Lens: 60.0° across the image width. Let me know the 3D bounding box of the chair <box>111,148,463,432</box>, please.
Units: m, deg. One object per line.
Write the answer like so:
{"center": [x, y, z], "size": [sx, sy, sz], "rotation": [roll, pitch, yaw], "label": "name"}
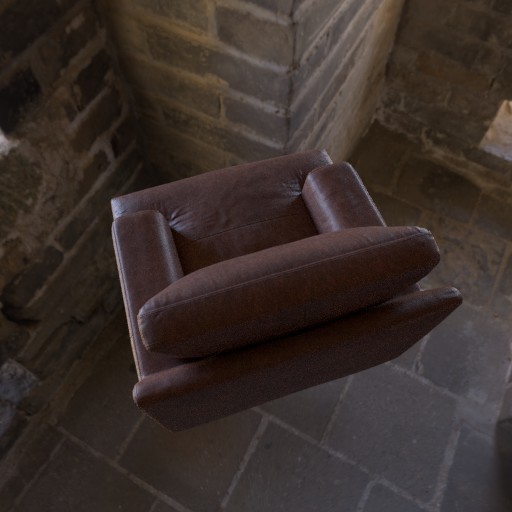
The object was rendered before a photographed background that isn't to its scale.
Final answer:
{"center": [0.000, 0.000, 1.913], "size": [1.168, 0.939, 1.143], "rotation": [-16, 59, -10], "label": "chair"}
